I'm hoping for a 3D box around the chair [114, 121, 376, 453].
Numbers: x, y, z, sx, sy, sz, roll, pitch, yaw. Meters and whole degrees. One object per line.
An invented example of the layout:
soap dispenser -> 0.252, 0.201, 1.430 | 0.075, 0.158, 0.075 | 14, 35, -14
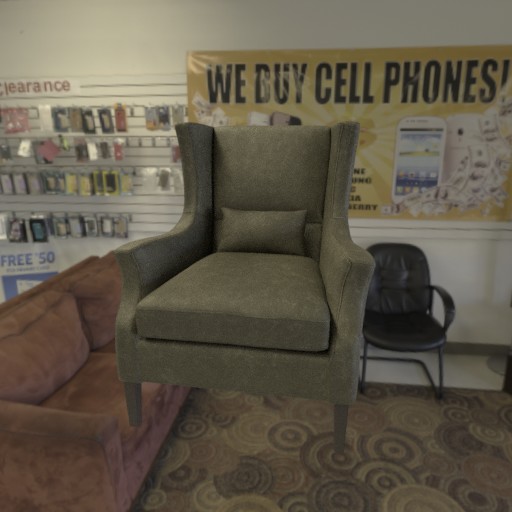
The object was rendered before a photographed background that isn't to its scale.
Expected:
chair -> 0.000, 0.000, 1.730 | 0.853, 1.016, 0.926 | 3, 15, 10
